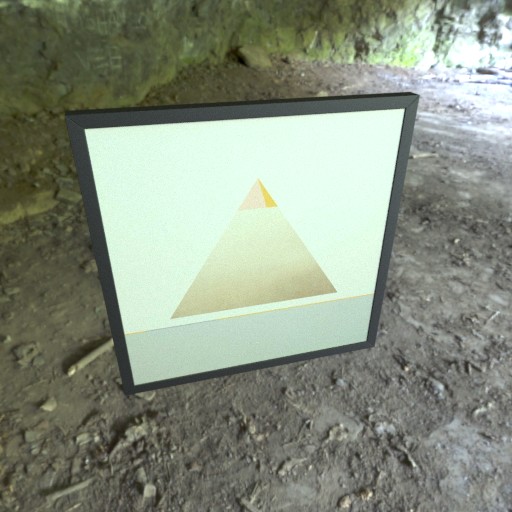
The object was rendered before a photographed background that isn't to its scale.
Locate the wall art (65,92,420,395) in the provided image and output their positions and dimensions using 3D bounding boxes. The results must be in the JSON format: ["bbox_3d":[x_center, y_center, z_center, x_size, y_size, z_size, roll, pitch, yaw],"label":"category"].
[{"bbox_3d":[0.000,0.000,0.764,0.513,0.511,0.028,-8,31,-13],"label":"wall art"}]
